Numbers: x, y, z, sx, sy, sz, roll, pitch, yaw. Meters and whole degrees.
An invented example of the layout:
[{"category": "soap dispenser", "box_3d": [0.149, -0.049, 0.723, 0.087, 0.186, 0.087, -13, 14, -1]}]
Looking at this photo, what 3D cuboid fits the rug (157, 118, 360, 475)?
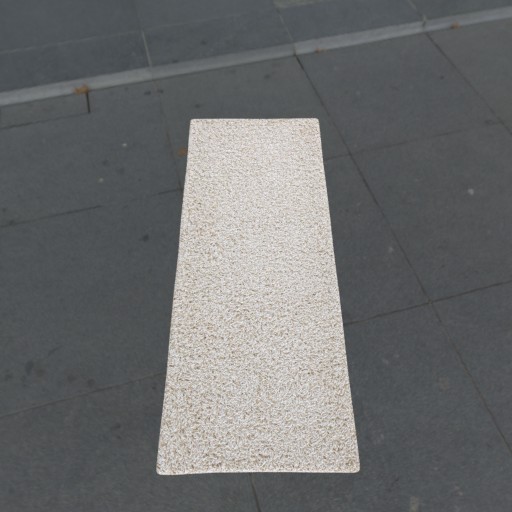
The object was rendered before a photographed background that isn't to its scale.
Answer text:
[{"category": "rug", "box_3d": [0.000, 0.000, 1.721, 0.609, 0.030, 1.524, 0, 59, 0]}]
